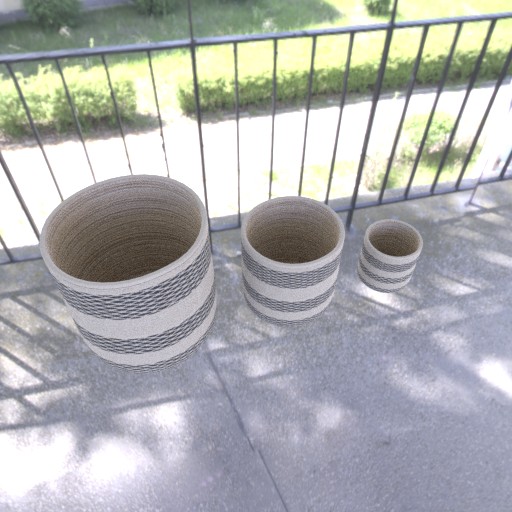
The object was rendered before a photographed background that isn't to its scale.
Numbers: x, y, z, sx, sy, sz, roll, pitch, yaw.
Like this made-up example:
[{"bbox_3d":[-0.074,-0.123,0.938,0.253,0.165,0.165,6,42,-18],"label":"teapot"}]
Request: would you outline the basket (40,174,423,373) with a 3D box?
[{"bbox_3d":[0.000,0.000,1.108,0.917,0.356,0.351,-10,47,-10],"label":"basket"}]
